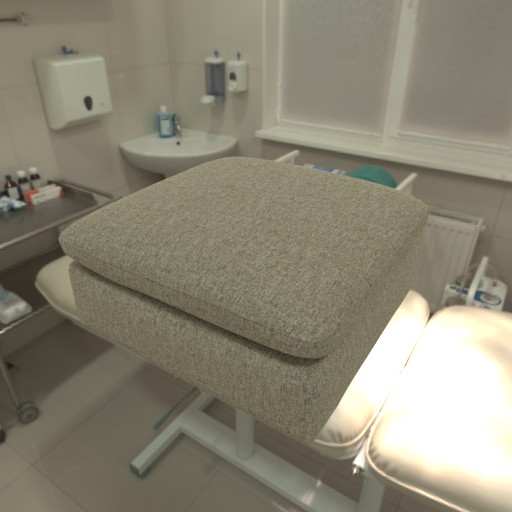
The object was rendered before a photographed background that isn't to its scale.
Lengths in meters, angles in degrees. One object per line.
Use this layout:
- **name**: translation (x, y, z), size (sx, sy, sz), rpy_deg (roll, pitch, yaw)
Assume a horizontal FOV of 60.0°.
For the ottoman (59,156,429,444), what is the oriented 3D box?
- **ottoman**: translation (0.000, 0.000, 1.717), size (1.039, 0.526, 1.035), rpy_deg (18, 35, 28)
